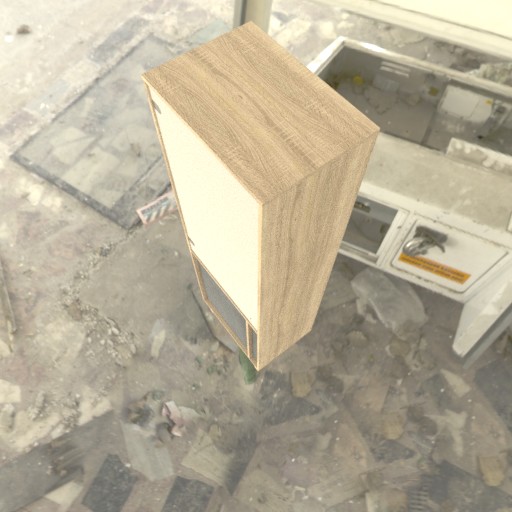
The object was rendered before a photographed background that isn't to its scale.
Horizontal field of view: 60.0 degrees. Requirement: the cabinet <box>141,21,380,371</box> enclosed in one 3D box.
[{"bbox_3d":[0.000,0.000,2.050,0.400,1.850,0.570,-34,67,-17],"label":"cabinet"}]
